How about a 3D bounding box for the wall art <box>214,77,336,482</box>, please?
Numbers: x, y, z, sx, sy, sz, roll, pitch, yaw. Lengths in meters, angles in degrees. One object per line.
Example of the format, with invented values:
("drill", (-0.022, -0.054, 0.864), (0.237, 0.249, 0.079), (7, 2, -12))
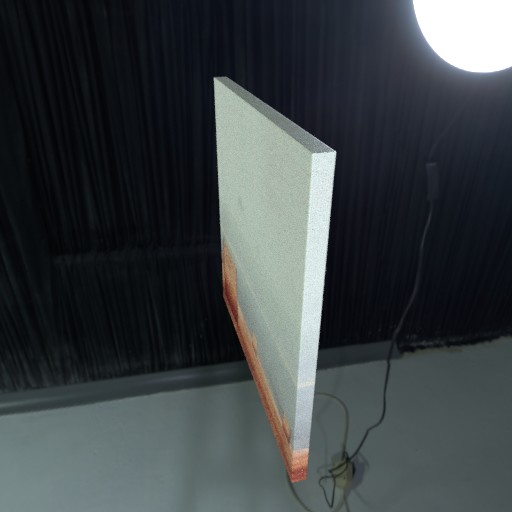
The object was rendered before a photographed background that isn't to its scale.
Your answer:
("wall art", (0.000, 0.000, 1.137), (0.042, 0.760, 0.760), (-8, 31, -13))
